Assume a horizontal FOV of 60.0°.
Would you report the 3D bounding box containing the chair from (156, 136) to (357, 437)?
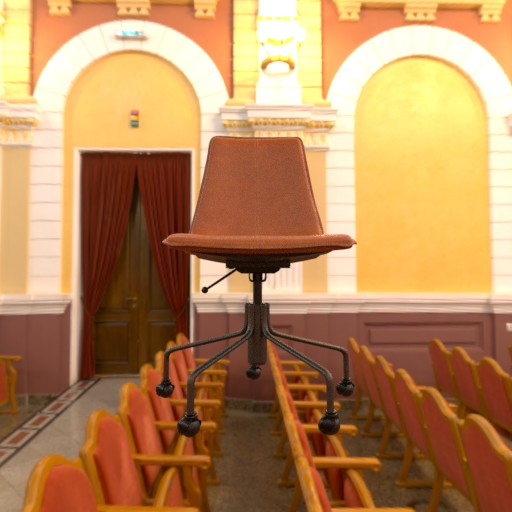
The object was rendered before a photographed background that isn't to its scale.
[{"bbox_3d":[0.000,0.000,1.387,0.651,0.920,0.660,0,-1,-1],"label":"chair"}]
